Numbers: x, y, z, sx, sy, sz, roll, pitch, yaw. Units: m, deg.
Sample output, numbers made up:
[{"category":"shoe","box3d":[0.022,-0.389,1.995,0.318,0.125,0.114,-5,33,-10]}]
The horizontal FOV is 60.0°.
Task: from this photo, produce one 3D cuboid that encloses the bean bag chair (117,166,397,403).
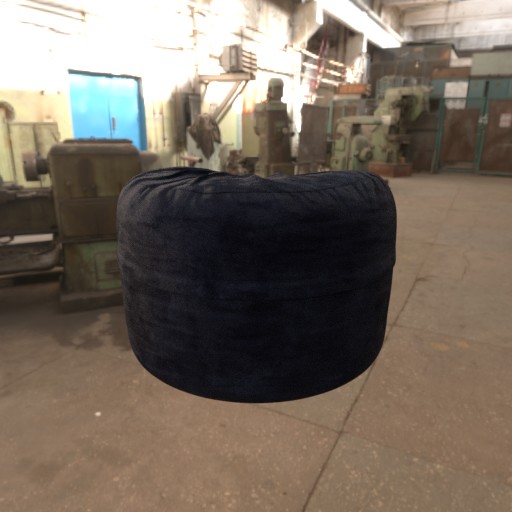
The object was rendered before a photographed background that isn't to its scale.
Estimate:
[{"category":"bean bag chair","box3d":[0.000,0.000,1.532,0.918,0.616,0.918,0,17,0]}]
